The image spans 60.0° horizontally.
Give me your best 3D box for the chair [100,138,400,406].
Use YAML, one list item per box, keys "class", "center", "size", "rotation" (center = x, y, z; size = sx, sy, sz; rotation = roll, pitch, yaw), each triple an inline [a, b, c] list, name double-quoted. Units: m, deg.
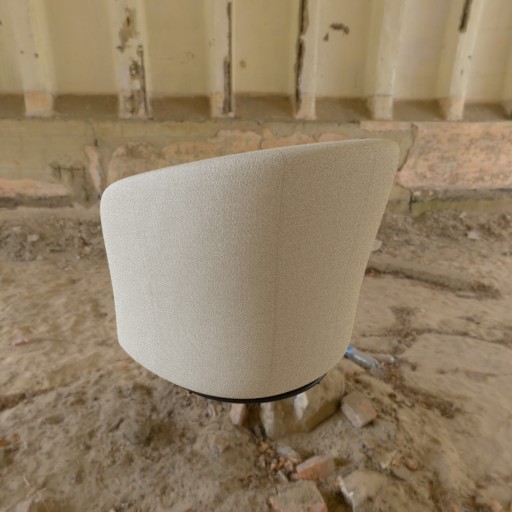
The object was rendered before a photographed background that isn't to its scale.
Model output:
- class: "chair"
  center: [0.000, 0.000, 1.458]
  size: [0.791, 0.771, 0.815]
  rotation: [-17, 25, -42]
